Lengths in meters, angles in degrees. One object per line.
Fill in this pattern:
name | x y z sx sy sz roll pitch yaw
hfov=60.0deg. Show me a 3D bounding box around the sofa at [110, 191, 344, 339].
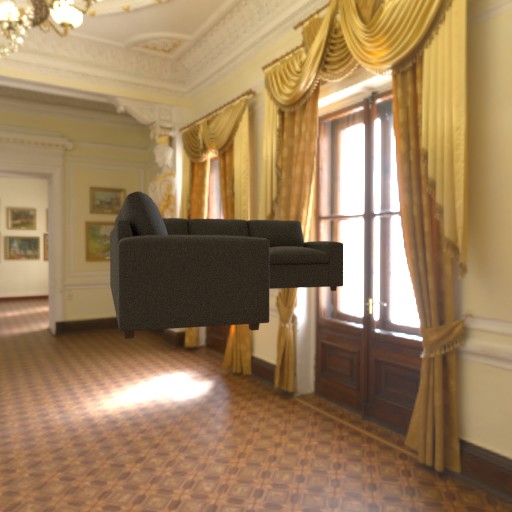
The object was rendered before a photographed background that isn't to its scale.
sofa | 0.000 0.000 4.704 2.895 0.965 3.277 0 1 -19
